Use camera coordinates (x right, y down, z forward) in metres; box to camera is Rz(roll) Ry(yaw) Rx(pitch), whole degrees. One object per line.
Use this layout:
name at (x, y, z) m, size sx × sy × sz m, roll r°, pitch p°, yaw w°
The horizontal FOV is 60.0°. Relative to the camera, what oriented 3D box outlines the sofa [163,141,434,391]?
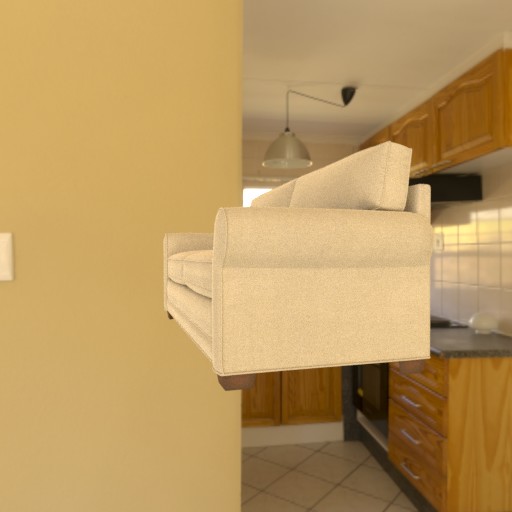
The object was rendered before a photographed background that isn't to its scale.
sofa at (0.000, 0.000, 2.634) m, size 0.901 × 0.962 × 2.146 m, roll 0°, pitch 0°, yaw -17°
